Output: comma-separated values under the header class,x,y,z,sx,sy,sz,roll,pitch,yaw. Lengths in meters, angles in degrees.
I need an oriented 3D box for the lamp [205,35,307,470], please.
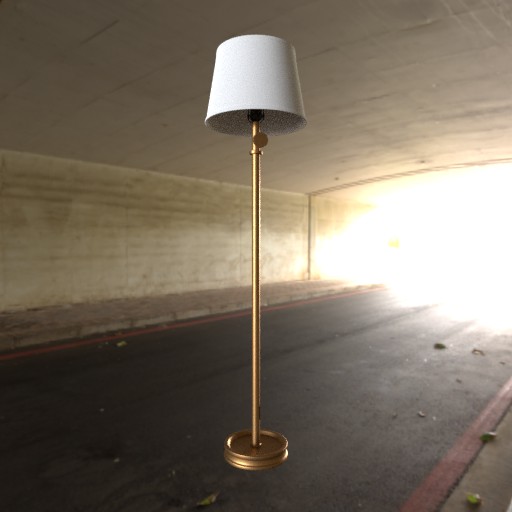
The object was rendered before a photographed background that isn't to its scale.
class,x,y,z,sx,sy,sz,roll,pitch,yaw
lamp,0.000,0.000,0.784,0.178,0.710,0.178,0,1,0
